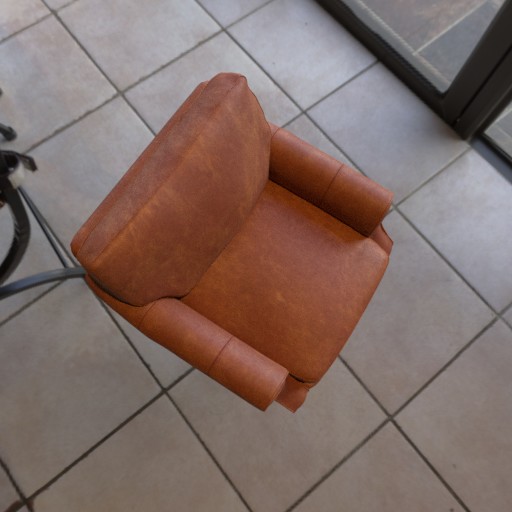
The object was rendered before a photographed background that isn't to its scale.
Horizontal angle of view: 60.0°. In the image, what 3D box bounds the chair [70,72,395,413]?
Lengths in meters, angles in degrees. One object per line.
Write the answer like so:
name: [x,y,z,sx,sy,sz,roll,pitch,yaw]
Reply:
chair: [0.000,0.000,1.780,0.986,0.962,0.983,32,76,9]
